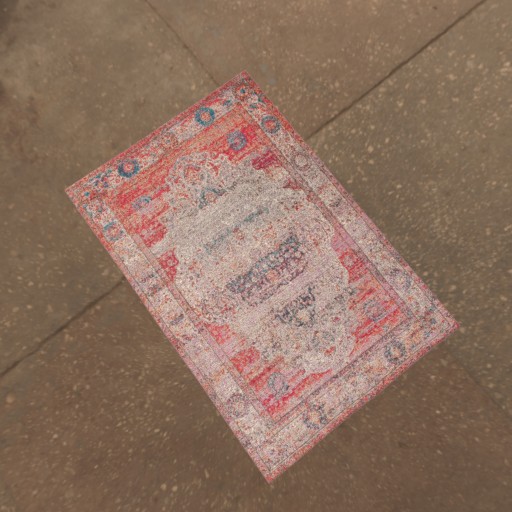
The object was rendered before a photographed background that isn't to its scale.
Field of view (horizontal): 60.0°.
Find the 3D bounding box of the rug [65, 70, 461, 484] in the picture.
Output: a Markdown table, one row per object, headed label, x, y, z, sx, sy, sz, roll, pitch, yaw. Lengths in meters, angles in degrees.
| label | x | y | z | sx | sy | sz | roll | pitch | yaw |
| --- | --- | --- | --- | --- | --- | --- | --- | --- | --- |
| rug | 0.000 | 0.000 | 2.315 | 1.219 | 0.006 | 1.829 | -36 | 80 | -7 |
